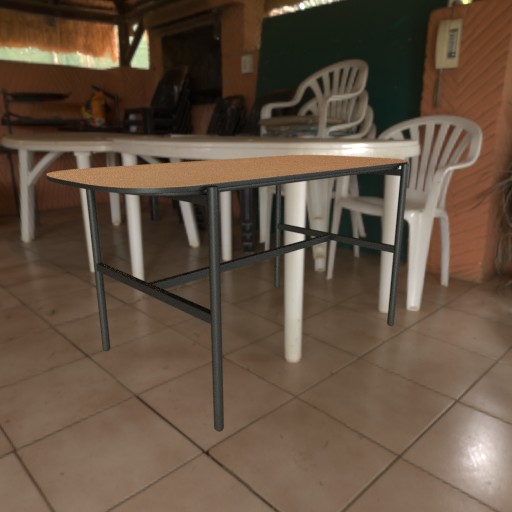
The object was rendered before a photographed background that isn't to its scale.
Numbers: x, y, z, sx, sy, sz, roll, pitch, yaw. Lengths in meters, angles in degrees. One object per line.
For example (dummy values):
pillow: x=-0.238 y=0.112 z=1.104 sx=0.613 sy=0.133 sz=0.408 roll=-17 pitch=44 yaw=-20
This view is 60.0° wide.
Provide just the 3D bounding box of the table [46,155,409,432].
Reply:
table: x=0.000 y=0.000 z=0.993 sx=0.400 sy=0.400 sz=0.800 roll=15 pitch=22 yaw=43
